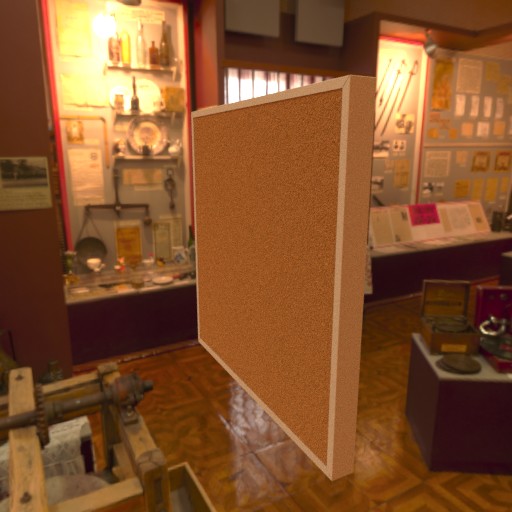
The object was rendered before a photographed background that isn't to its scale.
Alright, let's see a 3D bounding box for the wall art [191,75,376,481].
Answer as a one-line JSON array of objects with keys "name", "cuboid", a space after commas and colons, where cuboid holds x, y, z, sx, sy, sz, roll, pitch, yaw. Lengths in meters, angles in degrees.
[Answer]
[{"name": "wall art", "cuboid": [0.000, 0.000, 0.760, 0.037, 0.508, 0.508, -7, 15, -27]}]
